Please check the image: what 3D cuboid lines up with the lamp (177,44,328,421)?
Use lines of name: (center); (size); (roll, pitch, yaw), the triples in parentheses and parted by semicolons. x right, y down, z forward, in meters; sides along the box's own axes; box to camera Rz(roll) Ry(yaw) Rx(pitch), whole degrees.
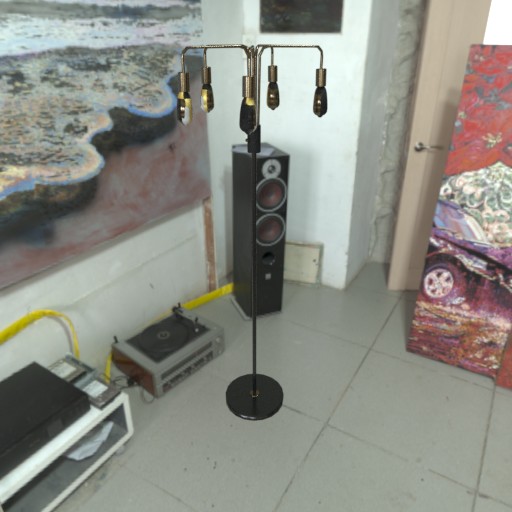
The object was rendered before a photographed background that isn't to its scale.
lamp: (0.000, 0.000, 1.999); (0.572, 1.721, 0.599); (1, 27, 2)
